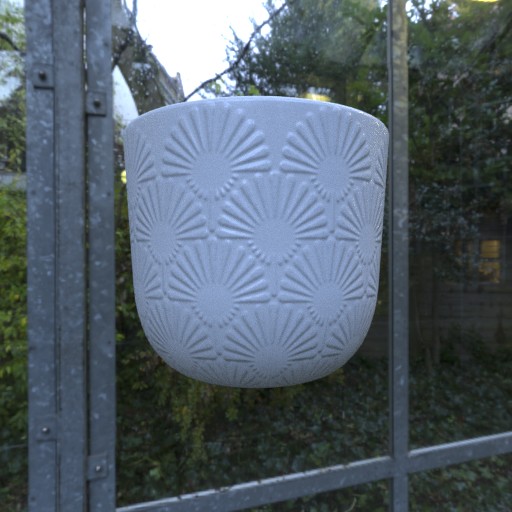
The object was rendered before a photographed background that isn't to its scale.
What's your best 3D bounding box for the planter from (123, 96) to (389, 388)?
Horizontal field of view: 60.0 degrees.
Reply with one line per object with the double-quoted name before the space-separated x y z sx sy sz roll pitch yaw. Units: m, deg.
"planter" 0.000 0.000 0.294 0.170 0.152 0.170 0 0 0
